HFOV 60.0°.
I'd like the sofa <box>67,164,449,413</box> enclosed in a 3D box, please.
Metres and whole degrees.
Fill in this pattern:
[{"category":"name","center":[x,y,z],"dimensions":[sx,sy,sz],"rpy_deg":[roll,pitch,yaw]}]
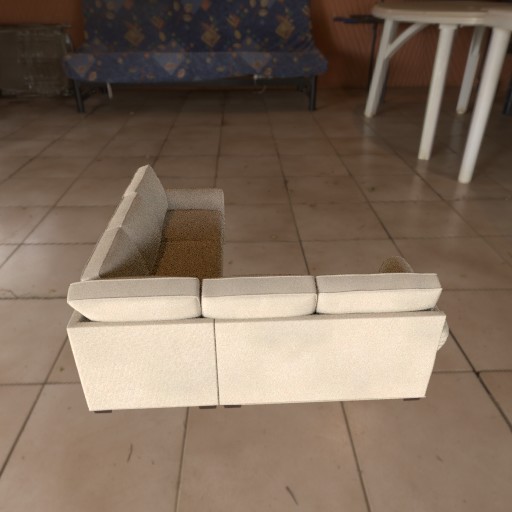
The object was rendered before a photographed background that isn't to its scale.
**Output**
[{"category":"sofa","center":[0.000,0.000,4.013],"dimensions":[2.487,1.054,2.569],"rpy_deg":[-2,31,-3]}]
